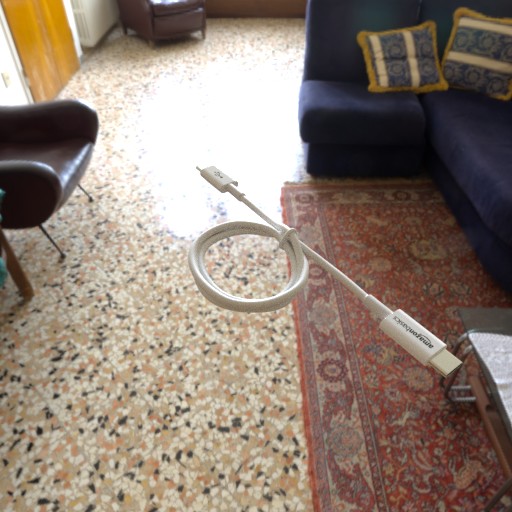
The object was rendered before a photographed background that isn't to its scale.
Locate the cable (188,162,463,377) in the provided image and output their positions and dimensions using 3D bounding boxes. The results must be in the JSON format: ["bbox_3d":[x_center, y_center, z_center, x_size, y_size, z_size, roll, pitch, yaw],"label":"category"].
[{"bbox_3d":[0.000,0.000,0.229,0.070,0.014,0.203,-25,47,-26],"label":"cable"}]
